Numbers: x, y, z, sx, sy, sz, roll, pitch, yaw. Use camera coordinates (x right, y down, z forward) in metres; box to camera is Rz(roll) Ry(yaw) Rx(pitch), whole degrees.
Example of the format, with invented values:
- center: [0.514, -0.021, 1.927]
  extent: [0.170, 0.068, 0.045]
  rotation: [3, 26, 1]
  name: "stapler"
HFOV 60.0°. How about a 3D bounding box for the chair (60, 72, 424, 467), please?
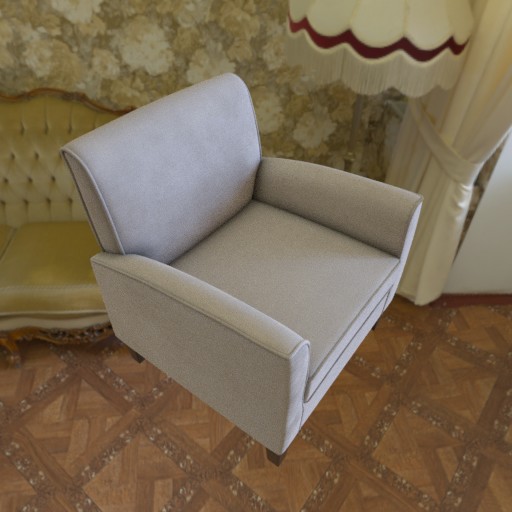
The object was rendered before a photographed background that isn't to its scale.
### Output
- center: [0.000, 0.000, 1.532]
  extent: [0.821, 0.915, 0.820]
  rotation: [27, 48, 27]
  name: "chair"
